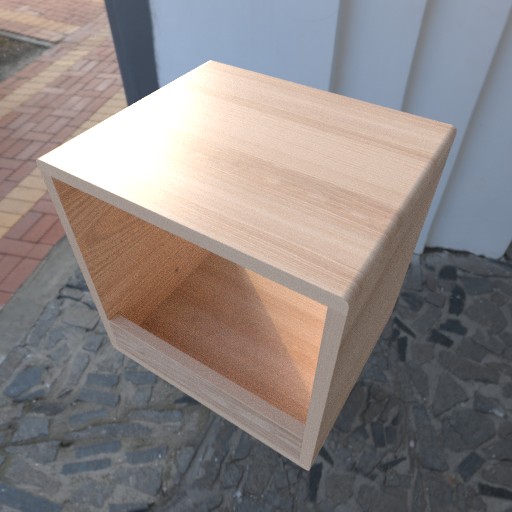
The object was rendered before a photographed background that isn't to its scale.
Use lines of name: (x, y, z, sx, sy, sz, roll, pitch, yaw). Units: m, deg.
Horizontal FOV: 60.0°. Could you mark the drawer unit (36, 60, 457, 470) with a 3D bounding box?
drawer unit: (0.000, 0.000, 0.589, 0.344, 0.344, 0.290, 24, 50, 22)
